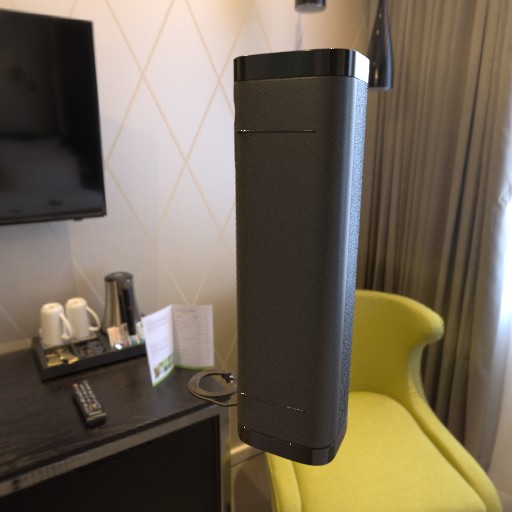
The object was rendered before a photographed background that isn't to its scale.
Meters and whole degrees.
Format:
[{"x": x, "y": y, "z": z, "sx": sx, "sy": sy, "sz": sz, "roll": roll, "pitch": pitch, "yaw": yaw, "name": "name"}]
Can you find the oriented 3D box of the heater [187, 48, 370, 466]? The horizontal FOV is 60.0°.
[{"x": 0.000, "y": 0.000, "z": 0.692, "sx": 0.312, "sy": 0.552, "sz": 0.174, "roll": 7, "pitch": 17, "yaw": 26, "name": "heater"}]
